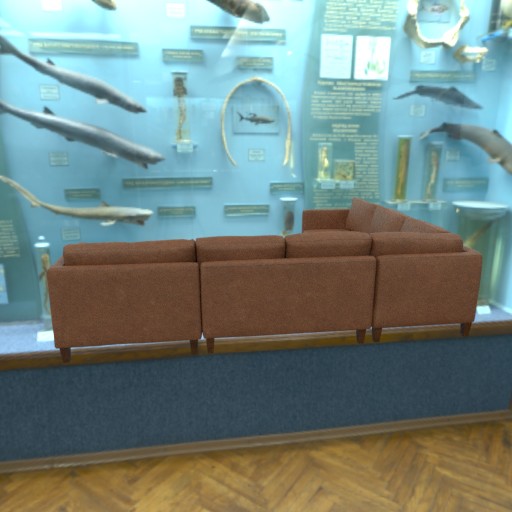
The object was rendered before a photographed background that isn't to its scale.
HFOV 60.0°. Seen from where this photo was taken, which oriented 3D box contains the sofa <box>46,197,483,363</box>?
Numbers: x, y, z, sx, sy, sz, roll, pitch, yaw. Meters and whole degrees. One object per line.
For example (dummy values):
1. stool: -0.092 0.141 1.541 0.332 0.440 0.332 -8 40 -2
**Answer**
1. sofa: 0.000 0.000 4.687 3.460 0.923 2.593 -2 15 -8
